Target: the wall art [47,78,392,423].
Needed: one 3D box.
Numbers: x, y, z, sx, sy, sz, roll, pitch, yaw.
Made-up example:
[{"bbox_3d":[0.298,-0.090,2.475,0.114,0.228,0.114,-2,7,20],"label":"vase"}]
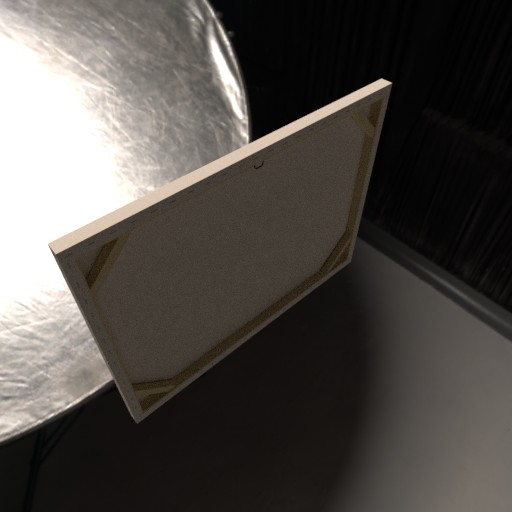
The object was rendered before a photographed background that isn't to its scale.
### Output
[{"bbox_3d":[0.000,0.000,1.330,1.016,0.762,0.038,-33,55,-27],"label":"wall art"}]
